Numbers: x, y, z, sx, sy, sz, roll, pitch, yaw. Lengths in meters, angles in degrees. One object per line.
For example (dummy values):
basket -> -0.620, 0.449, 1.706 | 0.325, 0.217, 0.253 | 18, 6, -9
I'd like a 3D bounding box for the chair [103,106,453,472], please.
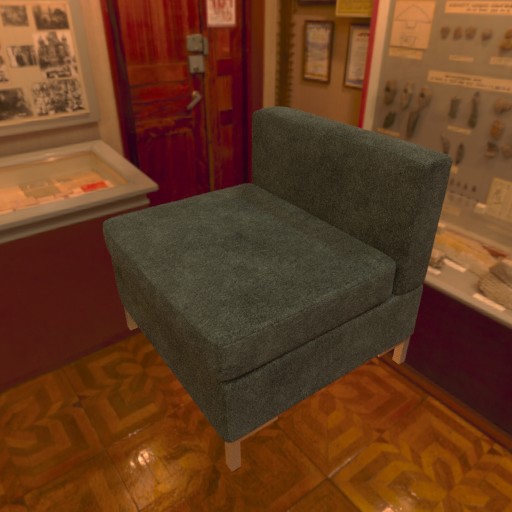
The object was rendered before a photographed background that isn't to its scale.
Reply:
chair -> 0.000, 0.000, 1.256 | 0.680, 0.660, 0.680 | -20, 36, -30
